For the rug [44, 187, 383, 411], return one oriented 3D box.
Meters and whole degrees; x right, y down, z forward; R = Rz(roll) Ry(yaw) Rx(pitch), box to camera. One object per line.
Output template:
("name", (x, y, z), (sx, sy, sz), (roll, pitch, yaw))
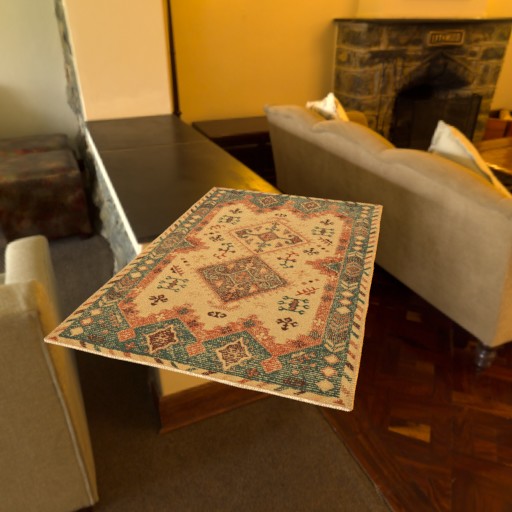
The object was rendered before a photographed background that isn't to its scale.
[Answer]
("rug", (0.000, 0.000, 2.376), (1.225, 0.015, 1.840), (8, 30, 15))
